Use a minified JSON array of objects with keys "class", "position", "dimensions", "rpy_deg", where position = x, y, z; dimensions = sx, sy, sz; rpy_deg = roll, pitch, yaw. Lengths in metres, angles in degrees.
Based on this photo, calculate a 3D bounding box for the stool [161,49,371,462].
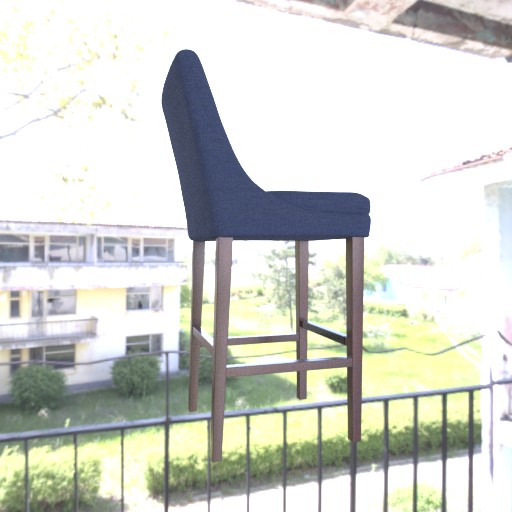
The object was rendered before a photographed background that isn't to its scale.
[{"class":"stool","position":[0.000,0.000,1.407],"dimensions":[0.577,1.078,0.470],"rpy_deg":[0,1,-17]}]
